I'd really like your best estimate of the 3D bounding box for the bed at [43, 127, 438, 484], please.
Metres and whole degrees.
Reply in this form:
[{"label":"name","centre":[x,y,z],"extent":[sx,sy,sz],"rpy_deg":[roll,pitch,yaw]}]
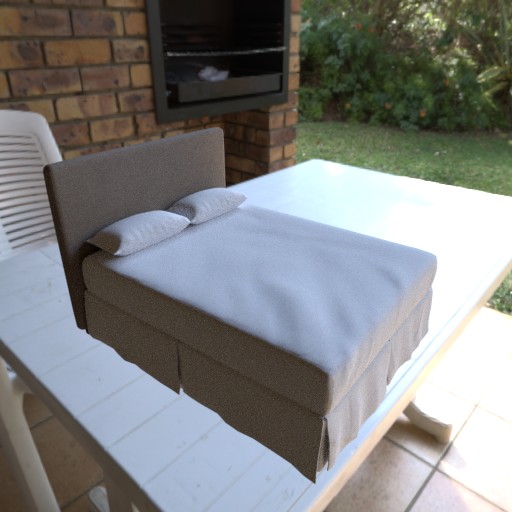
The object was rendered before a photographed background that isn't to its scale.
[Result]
[{"label":"bed","centre":[0.000,0.000,3.104],"extent":[2.142,1.330,1.723],"rpy_deg":[19,32,33]}]
